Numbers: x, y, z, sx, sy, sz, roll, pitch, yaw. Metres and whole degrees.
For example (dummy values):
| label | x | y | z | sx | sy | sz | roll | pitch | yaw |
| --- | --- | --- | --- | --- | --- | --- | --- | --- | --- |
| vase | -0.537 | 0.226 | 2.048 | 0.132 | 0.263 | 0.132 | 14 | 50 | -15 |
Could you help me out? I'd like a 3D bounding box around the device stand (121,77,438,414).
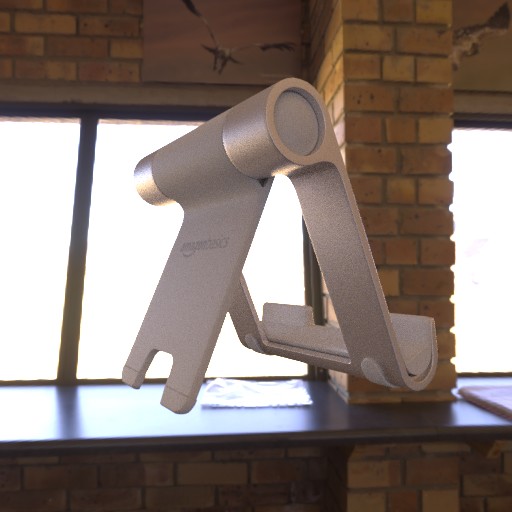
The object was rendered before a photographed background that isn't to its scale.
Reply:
| label | x | y | z | sx | sy | sz | roll | pitch | yaw |
| --- | --- | --- | --- | --- | --- | --- | --- | --- | --- |
| device stand | 0.000 | 0.000 | 0.152 | 0.079 | 0.084 | 0.086 | 1 | -2 | -36 |
